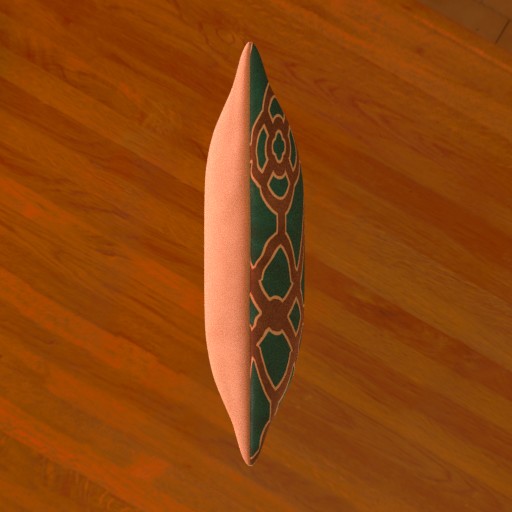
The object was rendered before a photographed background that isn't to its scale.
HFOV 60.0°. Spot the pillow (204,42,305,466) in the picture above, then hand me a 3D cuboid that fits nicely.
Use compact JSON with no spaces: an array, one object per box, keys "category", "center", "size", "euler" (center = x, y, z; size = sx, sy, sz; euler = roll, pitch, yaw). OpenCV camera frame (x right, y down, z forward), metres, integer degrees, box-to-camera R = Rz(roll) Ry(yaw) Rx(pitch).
[{"category":"pillow","center":[0.000,0.000,0.795],"size":[0.166,0.507,0.526],"euler":[0,90,0]}]
